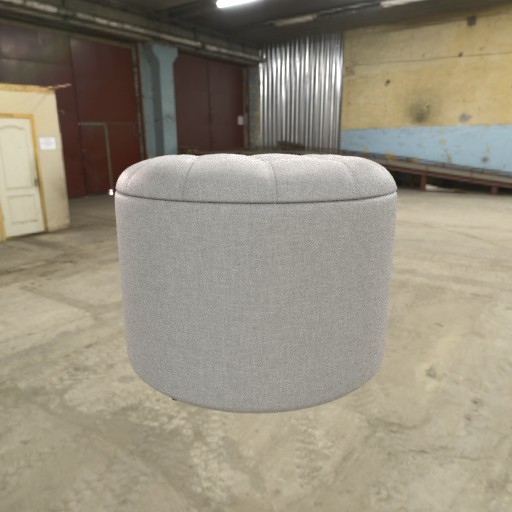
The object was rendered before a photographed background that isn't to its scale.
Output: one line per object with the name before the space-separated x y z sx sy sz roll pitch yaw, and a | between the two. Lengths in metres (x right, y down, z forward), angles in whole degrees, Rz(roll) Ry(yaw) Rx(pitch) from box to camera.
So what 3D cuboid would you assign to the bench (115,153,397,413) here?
bench | 0.000 0.000 1.017 0.600 0.453 0.600 0 14 0
